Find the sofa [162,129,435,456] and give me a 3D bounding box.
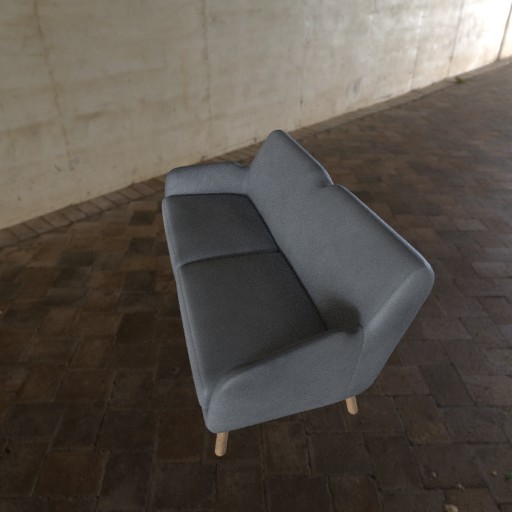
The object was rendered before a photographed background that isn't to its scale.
[{"bbox_3d":[0.000,0.000,2.290,0.850,0.810,1.870,-8,33,-13],"label":"sofa"}]
